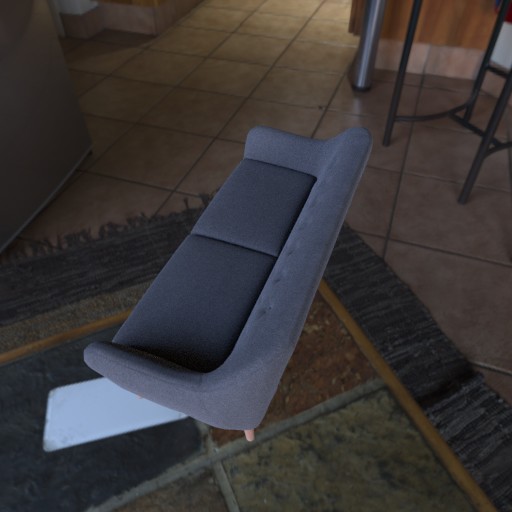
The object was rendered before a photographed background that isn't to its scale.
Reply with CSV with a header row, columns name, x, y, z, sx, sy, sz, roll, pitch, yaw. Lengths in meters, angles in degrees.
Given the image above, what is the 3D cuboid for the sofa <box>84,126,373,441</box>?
name,x,y,z,sx,sy,sz,roll,pitch,yaw
sofa,0.000,0.000,2.333,0.820,0.820,1.840,16,49,15
